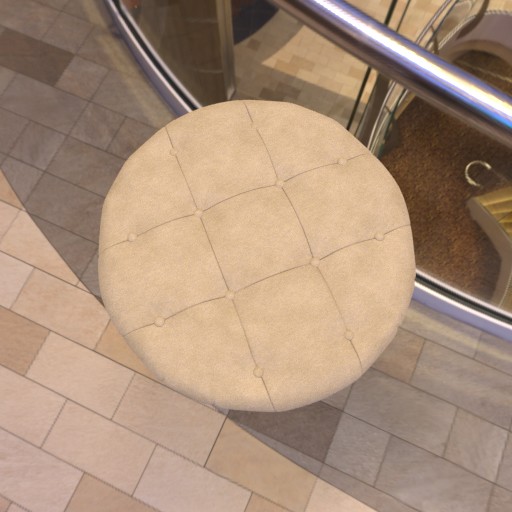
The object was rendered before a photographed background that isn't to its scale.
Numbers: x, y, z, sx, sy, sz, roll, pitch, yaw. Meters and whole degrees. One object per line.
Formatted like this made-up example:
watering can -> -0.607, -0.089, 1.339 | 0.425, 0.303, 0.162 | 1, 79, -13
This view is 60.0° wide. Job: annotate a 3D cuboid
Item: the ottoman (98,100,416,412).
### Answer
ottoman -> 0.000, 0.000, 1.373 | 0.901, 0.439, 0.901 | 0, 74, 0
